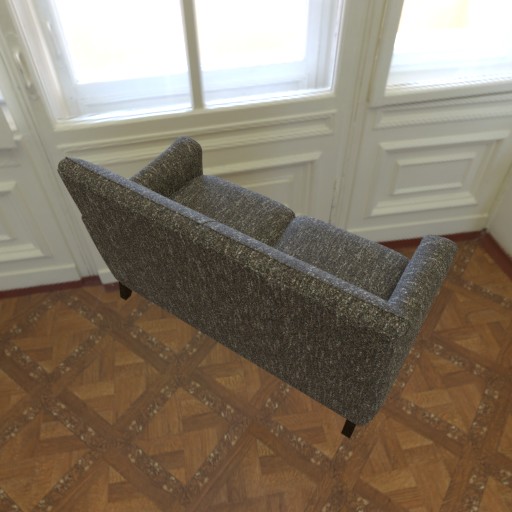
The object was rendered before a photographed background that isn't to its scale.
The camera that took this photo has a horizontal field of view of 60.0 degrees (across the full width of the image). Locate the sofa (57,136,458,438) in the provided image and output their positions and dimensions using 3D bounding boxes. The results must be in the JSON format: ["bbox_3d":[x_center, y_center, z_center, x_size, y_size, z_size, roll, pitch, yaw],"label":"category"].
[{"bbox_3d":[0.000,0.000,2.023,1.519,0.946,0.801,26,52,23],"label":"sofa"}]
